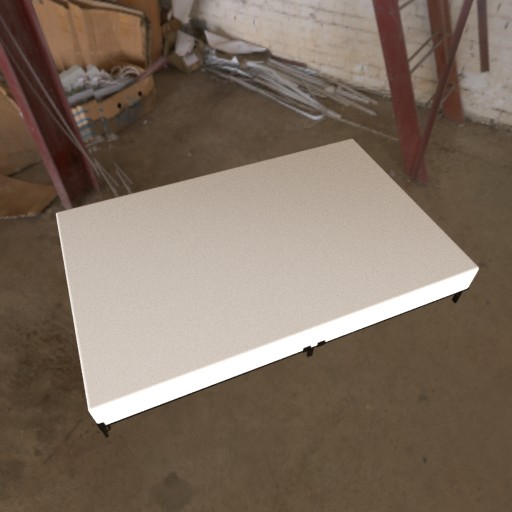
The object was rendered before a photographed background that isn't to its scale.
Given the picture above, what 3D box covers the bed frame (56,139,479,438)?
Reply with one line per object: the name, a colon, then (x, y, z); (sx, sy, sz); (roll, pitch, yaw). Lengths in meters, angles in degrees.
bed frame: (0.000, 0.000, 3.802); (2.987, 0.440, 1.930); (-17, 50, -15)
